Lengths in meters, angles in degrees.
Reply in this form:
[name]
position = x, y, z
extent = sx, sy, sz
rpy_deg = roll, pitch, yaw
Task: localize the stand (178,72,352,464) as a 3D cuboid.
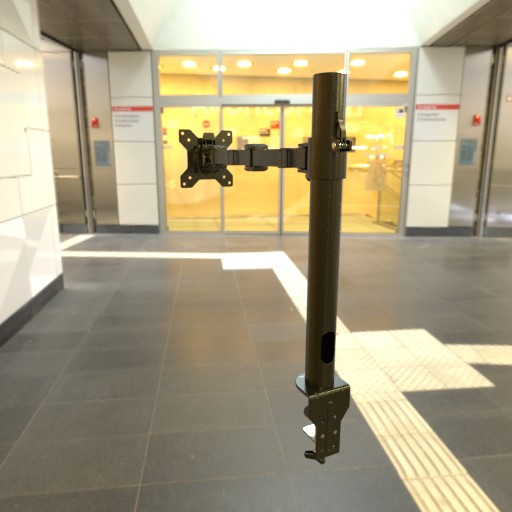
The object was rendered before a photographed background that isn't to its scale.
[stand]
position = 0.000, 0.000, 0.741
extent = 0.115, 0.510, 0.456
rpy_deg = -6, 14, -26
